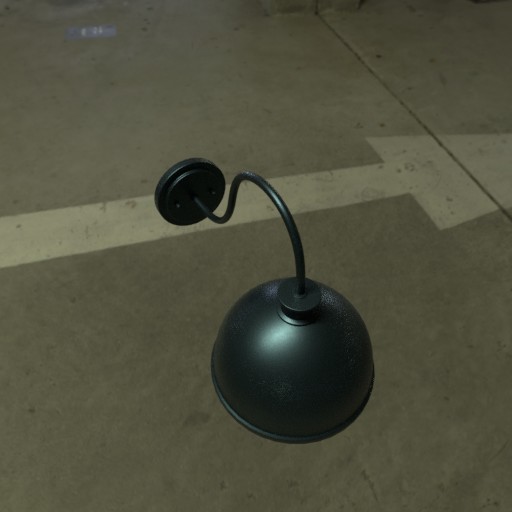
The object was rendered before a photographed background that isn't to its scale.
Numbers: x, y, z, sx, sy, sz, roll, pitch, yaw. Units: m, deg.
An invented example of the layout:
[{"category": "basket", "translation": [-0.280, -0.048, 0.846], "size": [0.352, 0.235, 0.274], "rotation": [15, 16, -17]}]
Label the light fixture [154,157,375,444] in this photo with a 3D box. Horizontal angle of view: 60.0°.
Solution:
[{"category": "light fixture", "translation": [0.000, 0.000, 0.653], "size": [0.253, 0.295, 0.467], "rotation": [-24, 51, -21]}]
